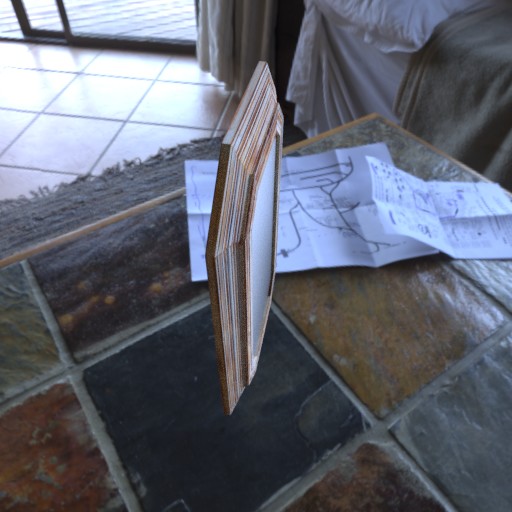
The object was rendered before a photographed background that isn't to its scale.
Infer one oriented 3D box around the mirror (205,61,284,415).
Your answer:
[{"bbox_3d":[0.000,0.000,1.350,0.061,1.015,0.709,8,47,8],"label":"mirror"}]
